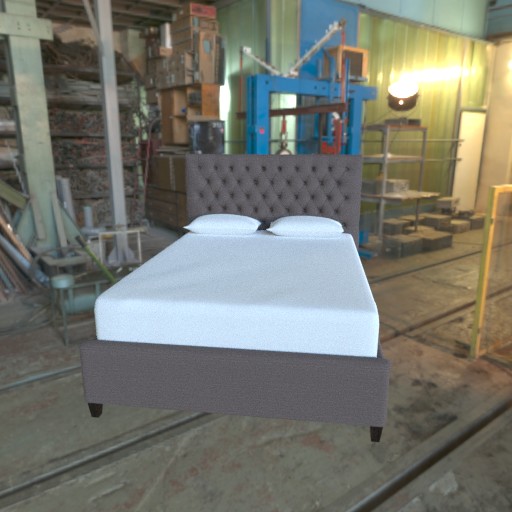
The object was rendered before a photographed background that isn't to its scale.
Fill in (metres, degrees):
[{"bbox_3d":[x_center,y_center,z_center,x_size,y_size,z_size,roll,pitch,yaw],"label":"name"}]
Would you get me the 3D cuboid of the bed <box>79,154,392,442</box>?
[{"bbox_3d":[0.000,0.000,3.318,1.696,1.426,2.233,2,15,8],"label":"bed"}]
